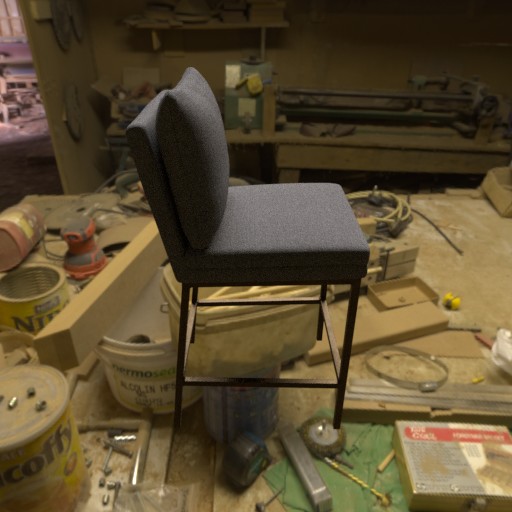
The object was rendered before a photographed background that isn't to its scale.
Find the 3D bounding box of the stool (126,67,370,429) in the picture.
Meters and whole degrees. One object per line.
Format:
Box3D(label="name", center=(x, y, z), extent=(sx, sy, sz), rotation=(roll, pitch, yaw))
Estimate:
Box3D(label="stool", center=(0.000, 0.000, 1.353), extent=(0.569, 1.031, 0.463), rotation=(0, 30, 0))
